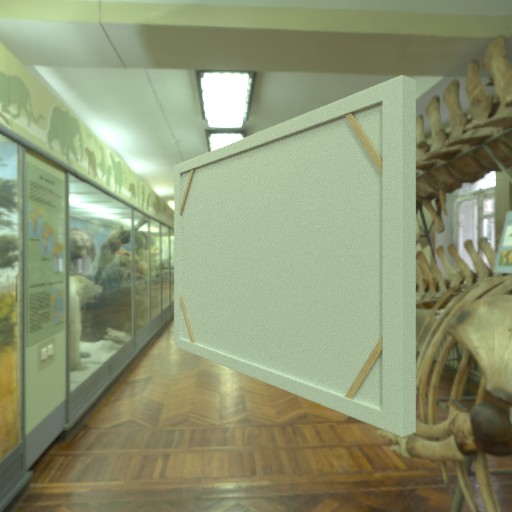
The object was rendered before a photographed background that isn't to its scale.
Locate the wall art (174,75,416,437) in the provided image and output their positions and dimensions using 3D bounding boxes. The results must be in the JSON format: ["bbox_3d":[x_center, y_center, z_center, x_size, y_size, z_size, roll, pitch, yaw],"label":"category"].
[{"bbox_3d":[0.000,0.000,1.131,0.038,0.609,0.914,0,0,-35],"label":"wall art"}]
